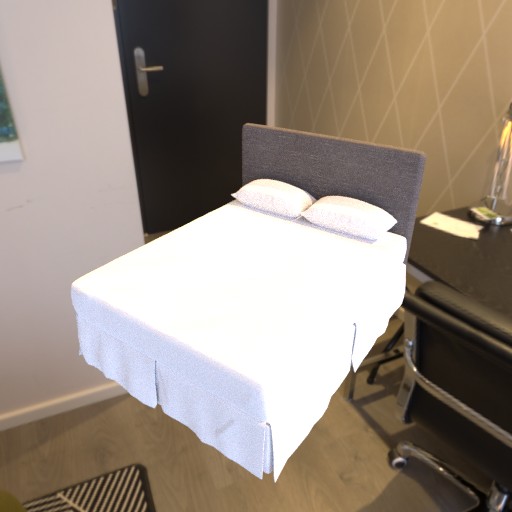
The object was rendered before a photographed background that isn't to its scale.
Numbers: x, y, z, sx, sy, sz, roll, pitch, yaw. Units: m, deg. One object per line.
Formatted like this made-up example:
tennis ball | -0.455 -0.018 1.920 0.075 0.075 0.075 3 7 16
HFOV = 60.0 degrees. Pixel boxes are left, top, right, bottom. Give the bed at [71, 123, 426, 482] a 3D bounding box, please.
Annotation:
bed | 0.000 0.000 3.211 1.723 1.330 2.142 19 34 31
